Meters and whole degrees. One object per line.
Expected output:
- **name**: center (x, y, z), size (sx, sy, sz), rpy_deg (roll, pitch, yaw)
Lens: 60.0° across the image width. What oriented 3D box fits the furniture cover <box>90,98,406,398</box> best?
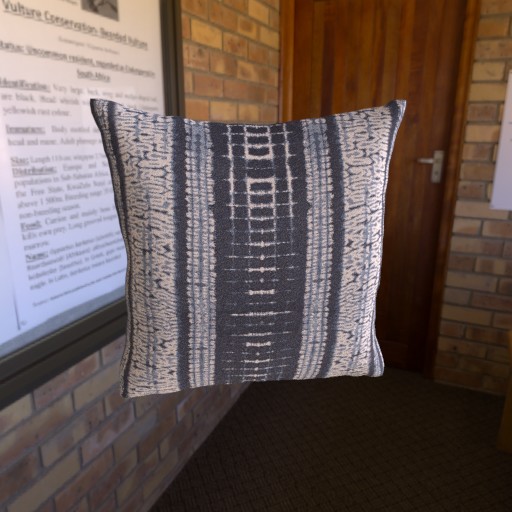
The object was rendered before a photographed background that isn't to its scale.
- **furniture cover**: center (0.000, 0.000, 0.648), size (0.425, 0.435, 0.133), rpy_deg (-2, 16, -8)
